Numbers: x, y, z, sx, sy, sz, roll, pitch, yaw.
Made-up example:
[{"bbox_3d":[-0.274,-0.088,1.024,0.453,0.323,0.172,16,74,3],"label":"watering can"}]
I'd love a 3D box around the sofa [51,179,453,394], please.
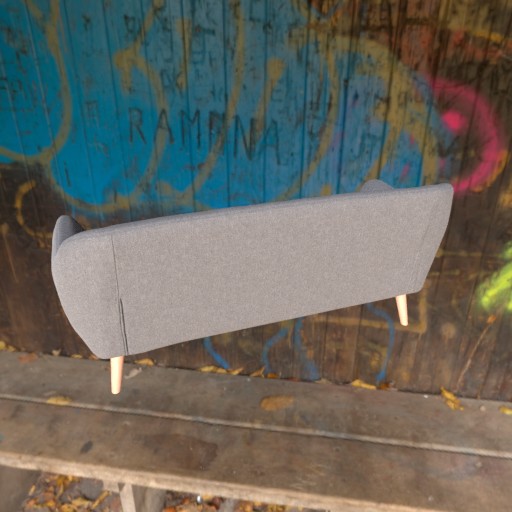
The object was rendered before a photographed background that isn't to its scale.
[{"bbox_3d":[0.000,0.000,2.203,1.840,0.820,0.820,-9,28,-18],"label":"sofa"}]
